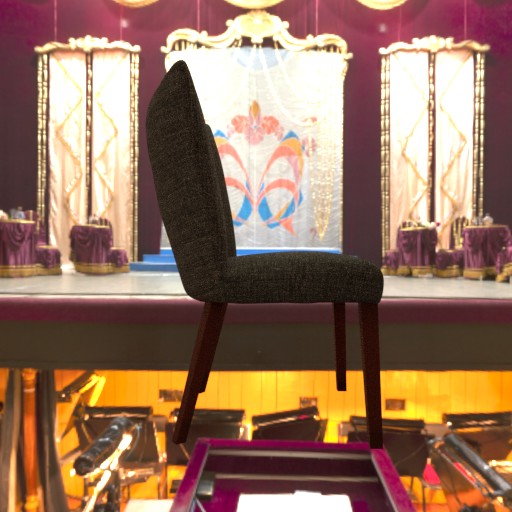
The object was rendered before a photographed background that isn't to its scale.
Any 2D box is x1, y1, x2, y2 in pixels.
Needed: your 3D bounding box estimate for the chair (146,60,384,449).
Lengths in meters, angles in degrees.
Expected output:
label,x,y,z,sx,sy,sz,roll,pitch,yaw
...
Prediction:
label,x,y,z,sx,sy,sz,roll,pitch,yaw
chair,0.000,0.000,1.296,0.623,0.924,0.535,0,1,0
